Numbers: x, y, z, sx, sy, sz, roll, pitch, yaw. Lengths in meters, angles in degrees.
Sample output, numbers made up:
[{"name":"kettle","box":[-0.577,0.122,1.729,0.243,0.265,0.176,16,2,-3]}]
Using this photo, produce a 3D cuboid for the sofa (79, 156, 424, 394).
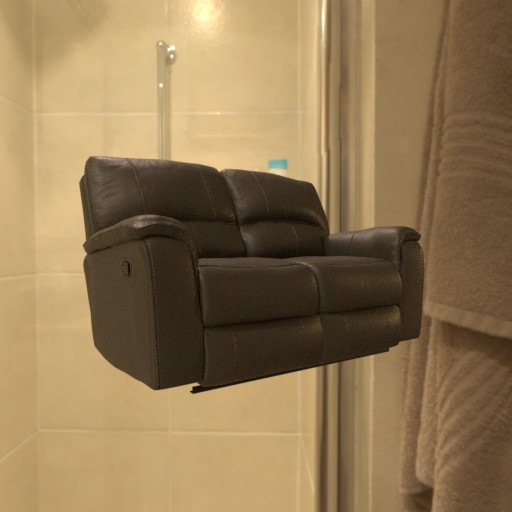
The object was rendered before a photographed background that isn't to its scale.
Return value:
[{"name":"sofa","box":[0.000,0.000,2.471,1.765,1.111,1.104,-1,1,-36]}]
